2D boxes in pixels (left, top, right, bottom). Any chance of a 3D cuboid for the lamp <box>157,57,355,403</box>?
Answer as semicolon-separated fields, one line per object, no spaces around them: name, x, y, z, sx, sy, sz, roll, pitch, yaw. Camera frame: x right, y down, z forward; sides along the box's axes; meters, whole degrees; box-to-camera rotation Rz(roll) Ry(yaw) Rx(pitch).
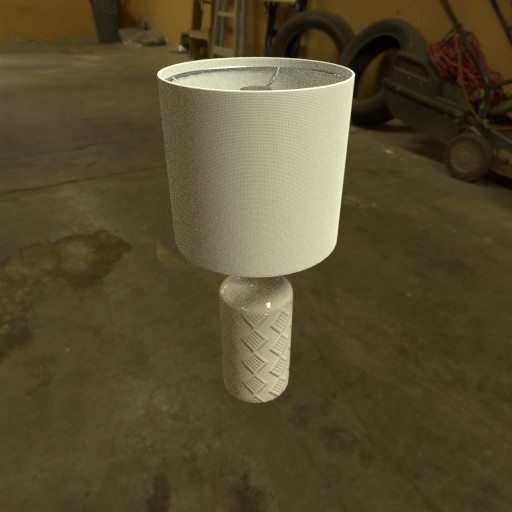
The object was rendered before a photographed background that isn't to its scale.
lamp;0.000;0.000;0.591;0.207;0.461;0.207;9;33;14
